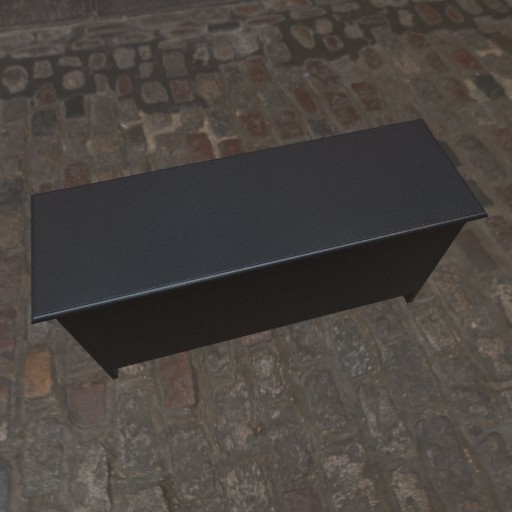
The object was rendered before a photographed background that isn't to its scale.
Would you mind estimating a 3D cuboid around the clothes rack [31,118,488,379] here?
[{"bbox_3d":[0.000,0.000,1.468,1.219,0.556,0.406,-13,59,-8],"label":"clothes rack"}]
